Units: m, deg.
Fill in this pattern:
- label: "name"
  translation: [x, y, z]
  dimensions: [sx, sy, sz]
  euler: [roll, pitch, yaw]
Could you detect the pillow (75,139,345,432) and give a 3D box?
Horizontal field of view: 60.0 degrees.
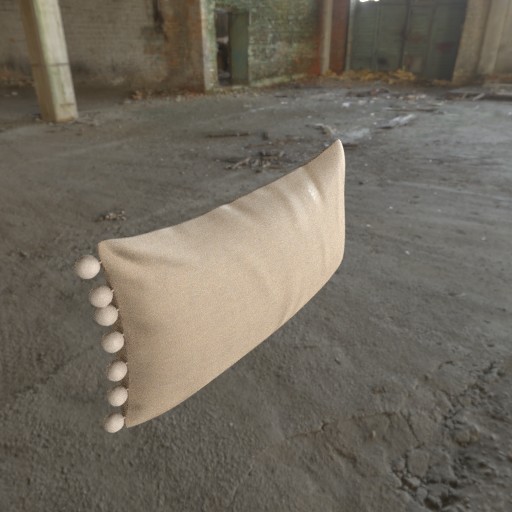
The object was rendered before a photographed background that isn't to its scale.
- label: "pillow"
  translation: [0.000, 0.000, 0.828]
  dimensions: [0.201, 0.322, 0.709]
  euler: [18, 31, 31]
